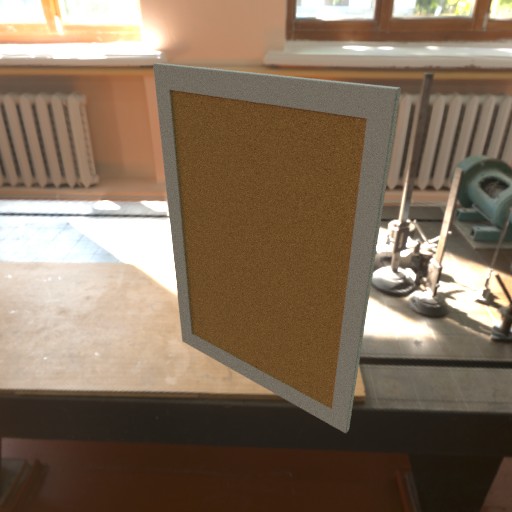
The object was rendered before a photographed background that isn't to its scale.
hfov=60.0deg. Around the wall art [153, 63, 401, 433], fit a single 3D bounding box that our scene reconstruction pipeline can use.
[{"bbox_3d":[0.000,0.000,0.689,0.374,0.529,0.012,20,35,32],"label":"wall art"}]
